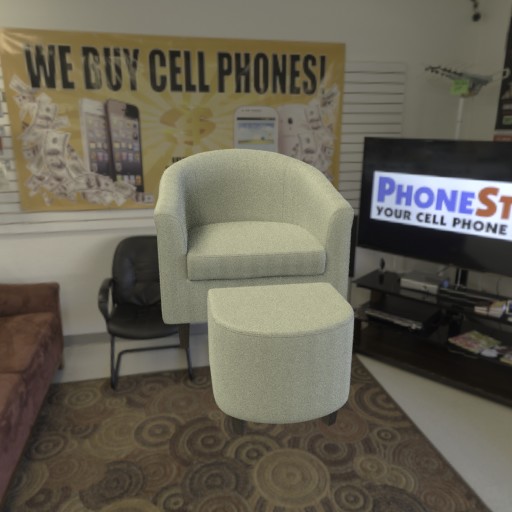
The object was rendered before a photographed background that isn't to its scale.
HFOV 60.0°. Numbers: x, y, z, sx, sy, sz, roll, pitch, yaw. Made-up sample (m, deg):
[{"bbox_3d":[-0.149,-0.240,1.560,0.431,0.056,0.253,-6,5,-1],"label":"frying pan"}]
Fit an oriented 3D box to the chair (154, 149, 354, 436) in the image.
[{"bbox_3d":[0.000,0.000,1.732,0.756,0.757,1.288,-3,17,-9],"label":"chair"}]
